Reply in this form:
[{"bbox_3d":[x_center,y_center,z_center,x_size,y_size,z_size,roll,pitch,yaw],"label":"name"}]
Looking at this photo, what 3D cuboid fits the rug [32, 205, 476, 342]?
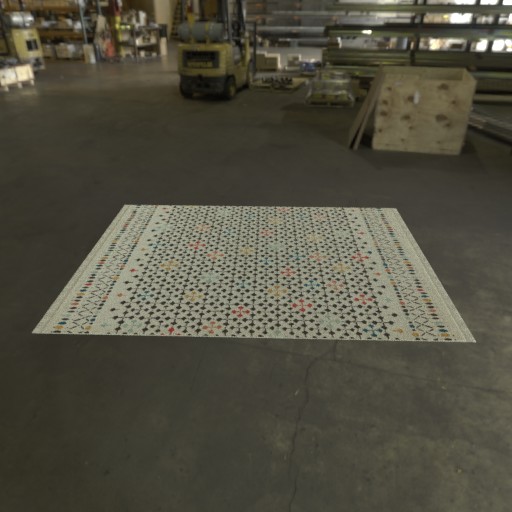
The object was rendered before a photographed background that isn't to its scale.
[{"bbox_3d":[0.000,0.000,4.206,3.196,0.007,2.354,1,30,2],"label":"rug"}]
